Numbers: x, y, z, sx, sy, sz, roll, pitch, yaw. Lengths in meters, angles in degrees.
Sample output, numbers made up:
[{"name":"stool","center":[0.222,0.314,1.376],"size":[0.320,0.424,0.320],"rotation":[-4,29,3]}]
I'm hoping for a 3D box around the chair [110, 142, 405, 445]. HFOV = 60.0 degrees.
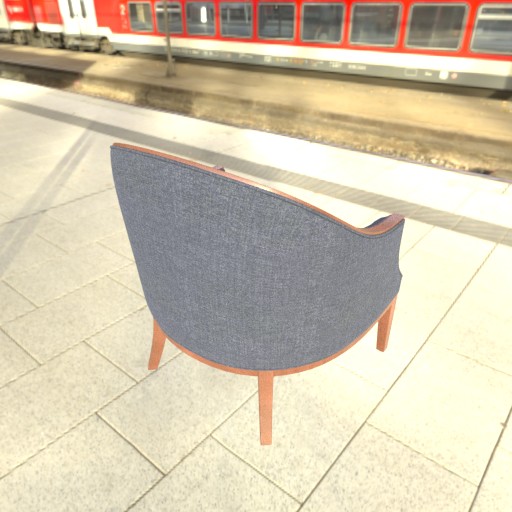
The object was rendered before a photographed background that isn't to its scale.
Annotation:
[{"name":"chair","center":[0.000,0.000,1.478],"size":[0.803,0.876,0.735],"rotation":[21,37,32]}]
